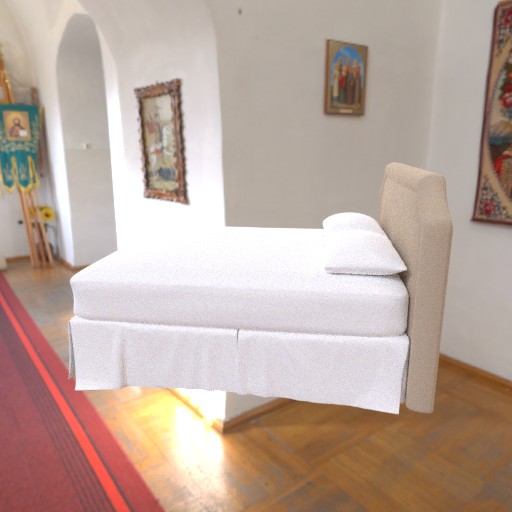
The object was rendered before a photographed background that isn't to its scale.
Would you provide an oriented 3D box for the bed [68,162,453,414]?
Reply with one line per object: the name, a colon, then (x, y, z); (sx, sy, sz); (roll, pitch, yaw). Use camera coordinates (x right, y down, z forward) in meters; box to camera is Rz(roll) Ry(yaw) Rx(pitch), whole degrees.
bed: (0.000, 0.000, 3.252); (2.204, 1.301, 1.828); (2, 15, 8)
